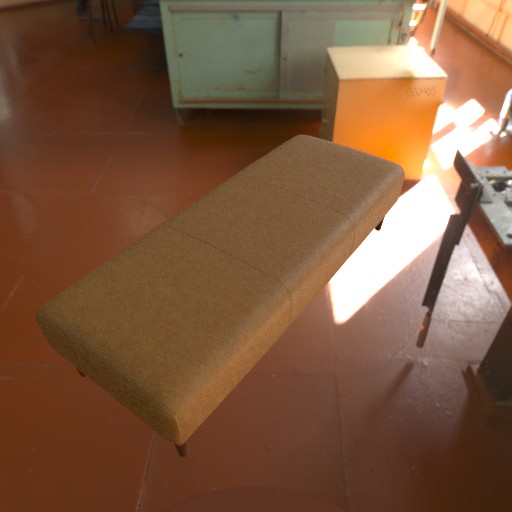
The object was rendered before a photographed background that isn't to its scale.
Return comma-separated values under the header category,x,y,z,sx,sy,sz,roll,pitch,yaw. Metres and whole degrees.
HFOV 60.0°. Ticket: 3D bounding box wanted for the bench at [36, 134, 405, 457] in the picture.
category,x,y,z,sx,sy,sz,roll,pitch,yaw
bench,0.000,0.000,1.877,0.653,0.399,1.610,26,47,27
